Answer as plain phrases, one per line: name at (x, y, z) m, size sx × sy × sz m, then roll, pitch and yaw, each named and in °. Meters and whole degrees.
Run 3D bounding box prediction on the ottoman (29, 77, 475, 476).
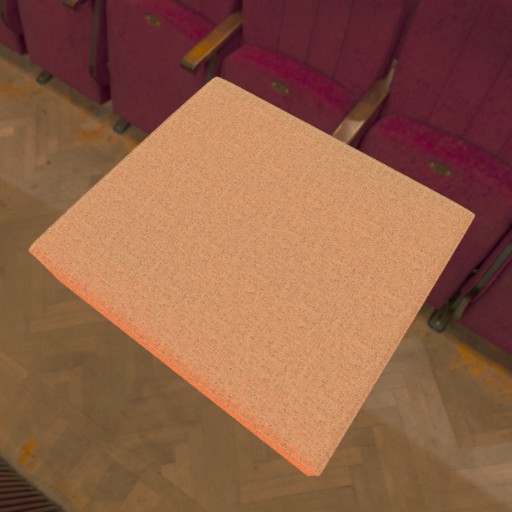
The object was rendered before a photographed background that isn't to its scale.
ottoman at (0.000, 0.000, 1.211) m, size 0.835 × 0.303 × 0.736 m, roll 33°, pitch 68°, yaw 15°
